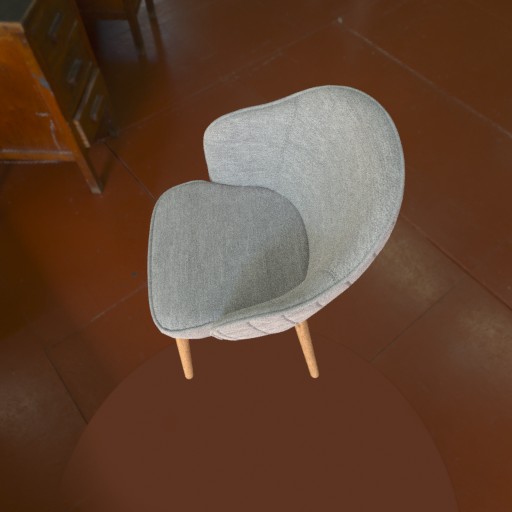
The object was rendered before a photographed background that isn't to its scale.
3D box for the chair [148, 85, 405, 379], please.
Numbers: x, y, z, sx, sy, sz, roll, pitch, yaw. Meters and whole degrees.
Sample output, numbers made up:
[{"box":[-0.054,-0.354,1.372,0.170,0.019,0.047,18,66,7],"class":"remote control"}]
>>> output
[{"box":[0.000,0.000,1.136,0.530,0.800,0.540,-4,60,-2],"class":"chair"}]
